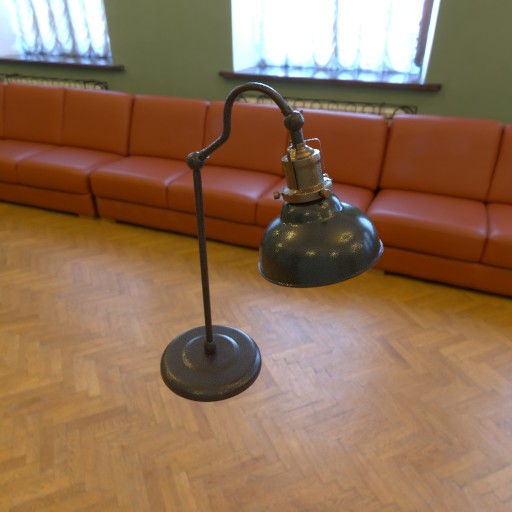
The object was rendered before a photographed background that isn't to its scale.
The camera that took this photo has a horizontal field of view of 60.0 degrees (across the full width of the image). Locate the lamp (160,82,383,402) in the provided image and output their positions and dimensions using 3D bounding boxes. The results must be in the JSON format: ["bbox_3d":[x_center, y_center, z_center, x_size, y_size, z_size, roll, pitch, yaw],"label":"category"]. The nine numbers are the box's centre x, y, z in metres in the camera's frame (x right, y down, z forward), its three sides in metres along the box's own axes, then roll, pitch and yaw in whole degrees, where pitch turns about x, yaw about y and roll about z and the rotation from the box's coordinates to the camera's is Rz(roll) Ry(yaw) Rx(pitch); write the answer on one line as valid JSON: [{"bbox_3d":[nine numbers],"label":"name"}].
[{"bbox_3d":[0.000,0.000,0.690,0.374,0.508,0.192,11,32,18],"label":"lamp"}]
